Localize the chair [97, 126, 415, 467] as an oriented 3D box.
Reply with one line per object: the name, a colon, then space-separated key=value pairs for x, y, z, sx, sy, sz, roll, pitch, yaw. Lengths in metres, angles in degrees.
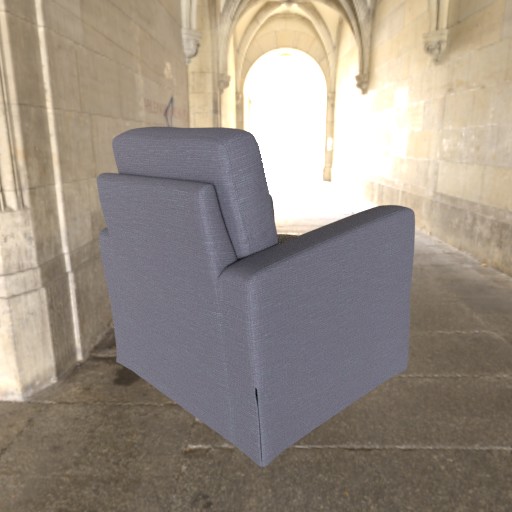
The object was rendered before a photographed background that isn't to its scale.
chair: x=0.000 y=0.000 z=1.536 sx=0.863 sy=0.855 sz=0.798 roll=-13 pitch=19 yaw=-42
